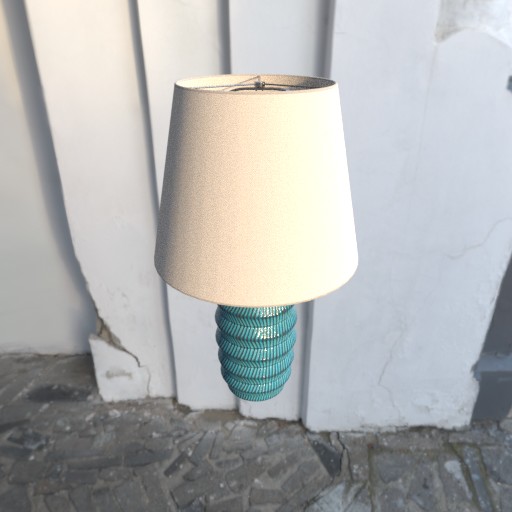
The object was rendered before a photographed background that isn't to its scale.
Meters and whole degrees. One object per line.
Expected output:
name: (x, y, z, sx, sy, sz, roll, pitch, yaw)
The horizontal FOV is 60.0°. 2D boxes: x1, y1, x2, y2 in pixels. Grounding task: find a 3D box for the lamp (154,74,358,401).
lamp: (0.000, 0.000, 0.790, 0.355, 0.582, 0.355, 0, 27, 0)
